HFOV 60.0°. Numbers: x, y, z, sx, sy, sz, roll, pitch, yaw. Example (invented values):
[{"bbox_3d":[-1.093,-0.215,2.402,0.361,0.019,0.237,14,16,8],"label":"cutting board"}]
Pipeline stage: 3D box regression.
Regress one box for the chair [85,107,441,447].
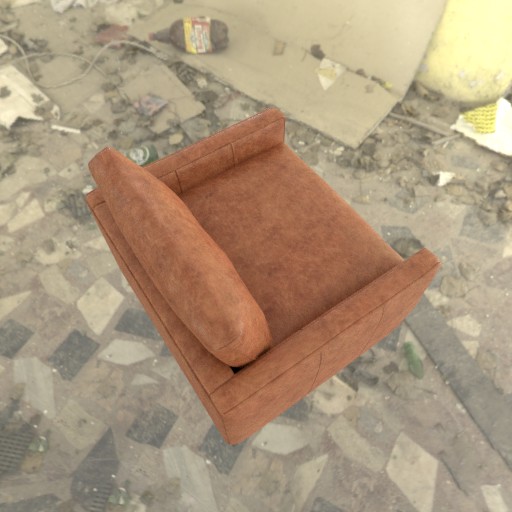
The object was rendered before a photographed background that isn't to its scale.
[{"bbox_3d":[0.000,0.000,1.660,0.862,0.869,0.967,-30,63,-18],"label":"chair"}]
